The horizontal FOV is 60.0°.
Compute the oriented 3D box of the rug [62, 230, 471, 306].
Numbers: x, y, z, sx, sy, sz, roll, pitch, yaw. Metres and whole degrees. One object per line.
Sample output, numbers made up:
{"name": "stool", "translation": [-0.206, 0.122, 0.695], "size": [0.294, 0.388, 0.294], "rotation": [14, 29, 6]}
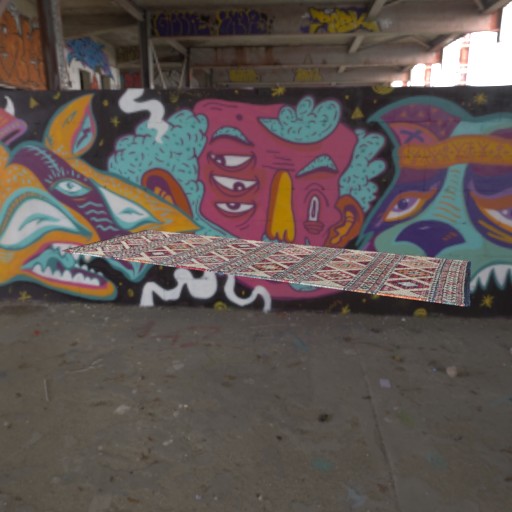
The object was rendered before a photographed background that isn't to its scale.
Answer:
{"name": "rug", "translation": [0.000, 0.000, 2.690], "size": [2.362, 0.008, 0.832], "rotation": [6, 15, 25]}
